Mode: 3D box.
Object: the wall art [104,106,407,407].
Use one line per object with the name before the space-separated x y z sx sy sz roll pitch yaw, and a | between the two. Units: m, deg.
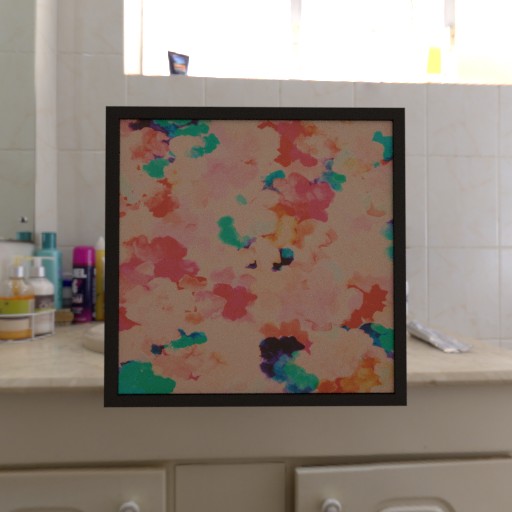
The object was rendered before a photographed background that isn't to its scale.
wall art | 0.000 0.000 0.762 0.506 0.503 0.036 0 -1 -1
